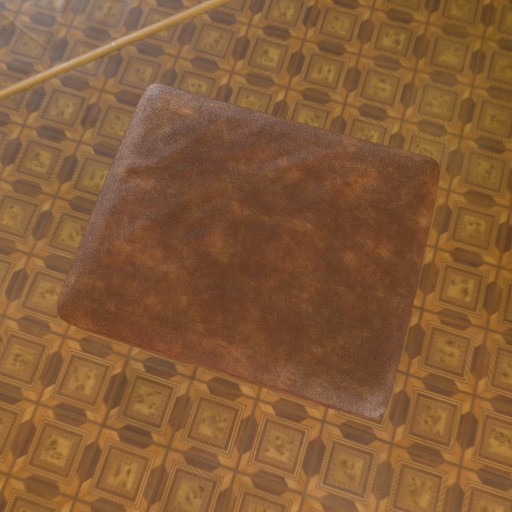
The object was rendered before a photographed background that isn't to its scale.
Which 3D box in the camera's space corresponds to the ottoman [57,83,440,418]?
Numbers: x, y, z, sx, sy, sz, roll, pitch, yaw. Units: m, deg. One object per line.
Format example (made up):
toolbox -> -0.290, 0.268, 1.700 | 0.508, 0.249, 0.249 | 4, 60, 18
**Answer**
ottoman -> 0.000, 0.000, 1.134 | 0.751, 0.476, 0.603 | 17, 77, 4
